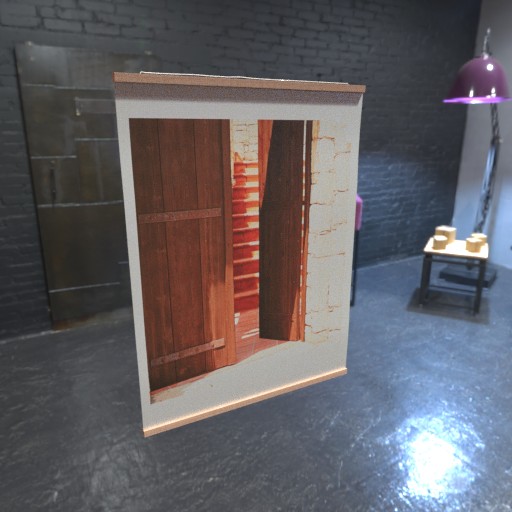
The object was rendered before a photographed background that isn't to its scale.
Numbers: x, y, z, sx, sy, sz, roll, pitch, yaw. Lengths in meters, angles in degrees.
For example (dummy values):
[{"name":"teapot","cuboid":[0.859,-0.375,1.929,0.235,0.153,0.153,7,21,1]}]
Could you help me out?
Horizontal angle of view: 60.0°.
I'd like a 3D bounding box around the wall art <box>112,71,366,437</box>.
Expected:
[{"name":"wall art","cuboid":[0.000,0.000,1.351,0.758,1.013,0.020,-8,18,-27]}]
